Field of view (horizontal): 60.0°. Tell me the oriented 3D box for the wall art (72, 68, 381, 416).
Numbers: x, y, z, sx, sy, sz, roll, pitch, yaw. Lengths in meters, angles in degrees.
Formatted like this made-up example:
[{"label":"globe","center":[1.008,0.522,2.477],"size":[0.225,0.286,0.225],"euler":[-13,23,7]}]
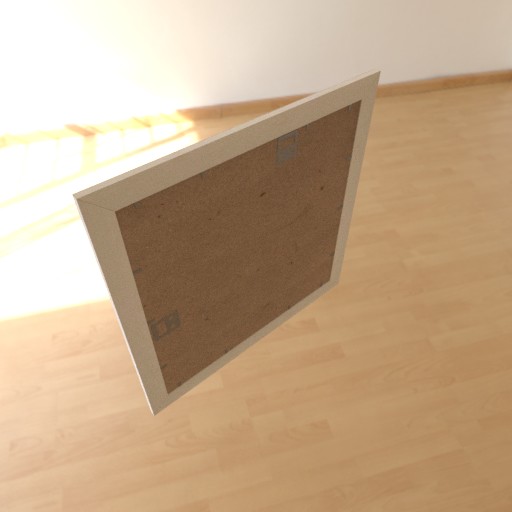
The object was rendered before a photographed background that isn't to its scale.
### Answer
[{"label":"wall art","center":[0.000,0.000,0.885],"size":[0.584,0.584,0.013],"euler":[-31,53,-27]}]
